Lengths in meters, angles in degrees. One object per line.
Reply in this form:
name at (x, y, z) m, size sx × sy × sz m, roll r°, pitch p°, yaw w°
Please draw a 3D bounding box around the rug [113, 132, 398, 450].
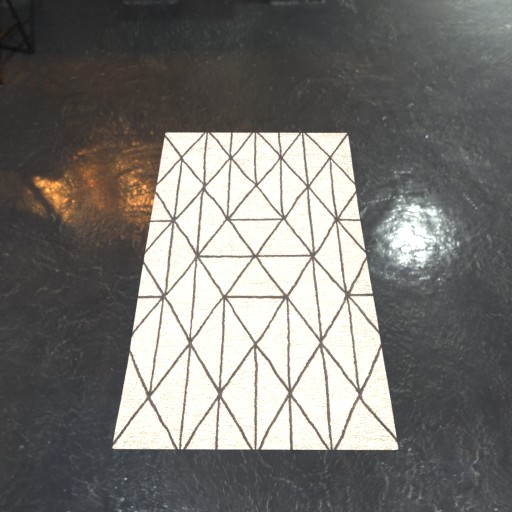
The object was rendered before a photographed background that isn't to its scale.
rug at (0.000, 0.000, 3.040) m, size 1.526 × 0.008 × 2.465 m, roll 0°, pitch 57°, yaw 0°
